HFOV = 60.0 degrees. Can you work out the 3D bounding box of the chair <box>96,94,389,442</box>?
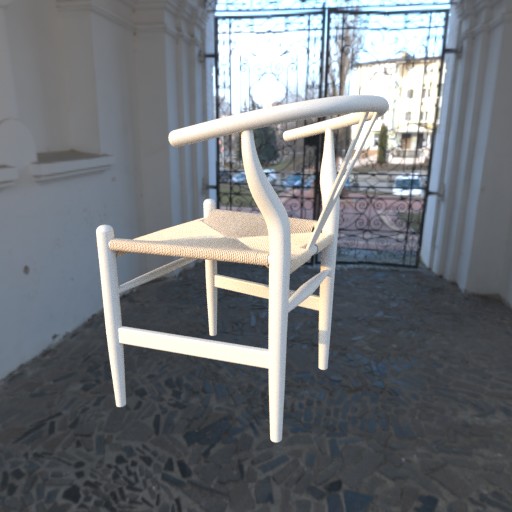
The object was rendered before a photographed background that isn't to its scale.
[{"bbox_3d":[0.000,0.000,1.100,0.579,0.730,0.569,7,17,25],"label":"chair"}]
